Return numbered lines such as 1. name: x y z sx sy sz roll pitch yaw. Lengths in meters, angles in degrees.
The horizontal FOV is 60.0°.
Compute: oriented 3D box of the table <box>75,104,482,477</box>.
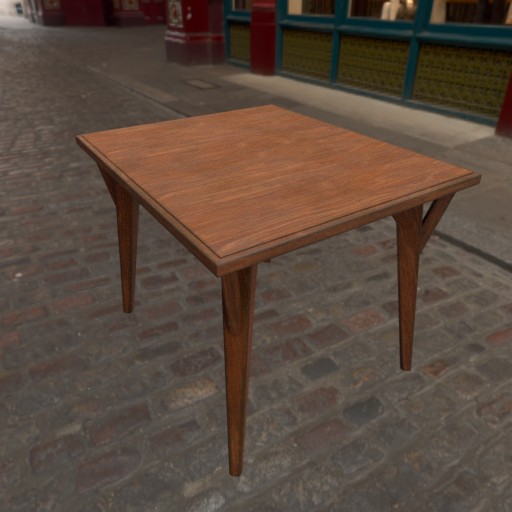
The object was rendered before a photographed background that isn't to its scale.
1. table: 0.000 0.000 1.570 0.838 0.761 0.991 -19 36 -28
